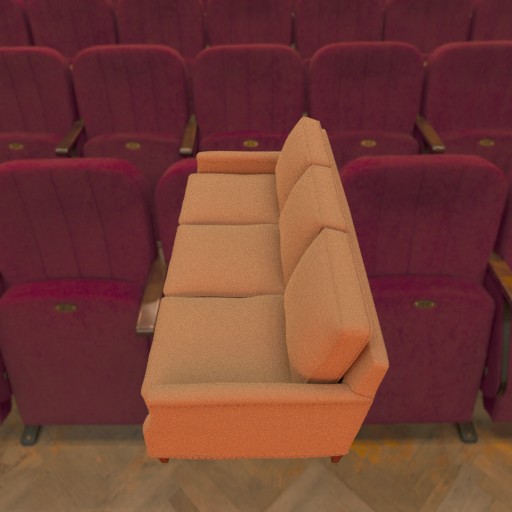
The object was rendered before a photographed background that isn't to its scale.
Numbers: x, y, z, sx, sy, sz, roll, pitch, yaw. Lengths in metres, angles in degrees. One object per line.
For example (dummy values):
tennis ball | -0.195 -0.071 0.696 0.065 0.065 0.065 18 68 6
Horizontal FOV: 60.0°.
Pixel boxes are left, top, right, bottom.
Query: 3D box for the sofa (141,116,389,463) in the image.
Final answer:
sofa | 0.000 0.000 2.797 1.084 1.003 2.246 0 41 0
